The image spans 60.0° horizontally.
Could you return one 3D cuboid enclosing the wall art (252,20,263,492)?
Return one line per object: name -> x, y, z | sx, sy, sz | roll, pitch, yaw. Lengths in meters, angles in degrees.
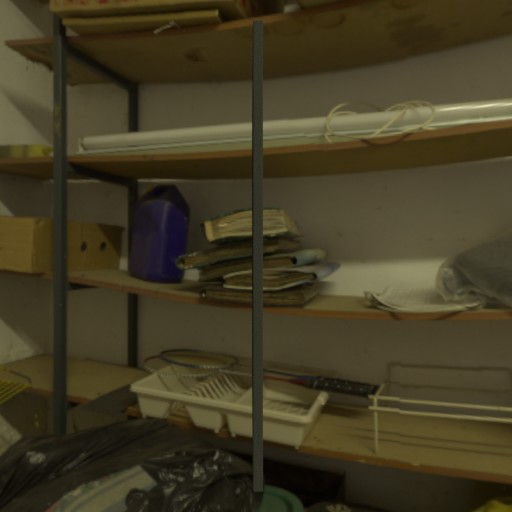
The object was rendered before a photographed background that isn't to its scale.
wall art -> 0.000, 0.000, 0.683 | 0.012, 0.529, 0.374 | 0, 0, -1
